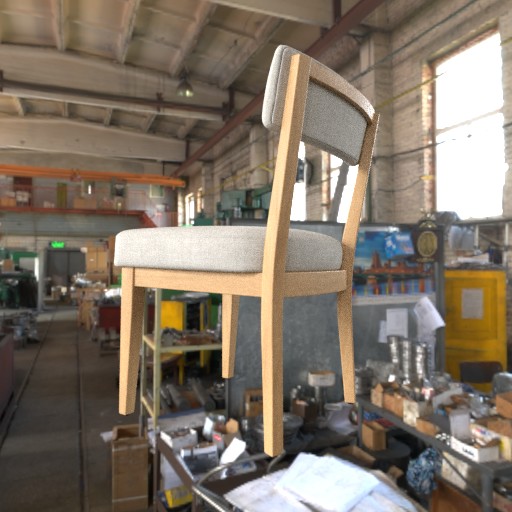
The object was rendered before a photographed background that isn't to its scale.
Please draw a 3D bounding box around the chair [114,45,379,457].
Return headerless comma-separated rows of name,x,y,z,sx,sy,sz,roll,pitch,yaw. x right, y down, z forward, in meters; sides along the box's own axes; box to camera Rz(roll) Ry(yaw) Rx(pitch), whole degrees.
chair,0.000,0.000,1.188,0.572,0.832,0.508,0,-1,34
